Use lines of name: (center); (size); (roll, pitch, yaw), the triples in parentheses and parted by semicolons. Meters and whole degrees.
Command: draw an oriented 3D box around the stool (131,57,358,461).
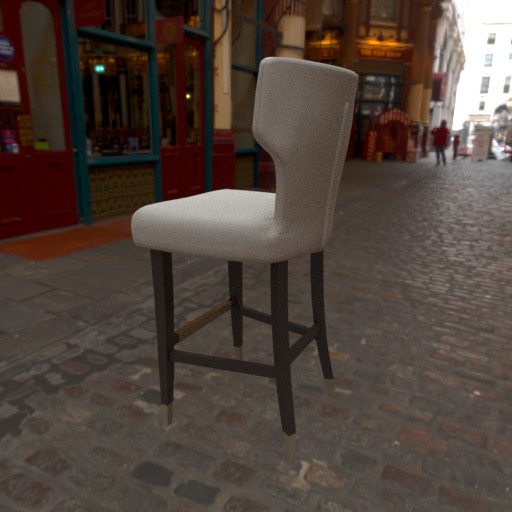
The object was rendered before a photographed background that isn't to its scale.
stool: (0.000, 0.000, 1.410); (0.563, 1.092, 0.526); (9, 18, 28)
